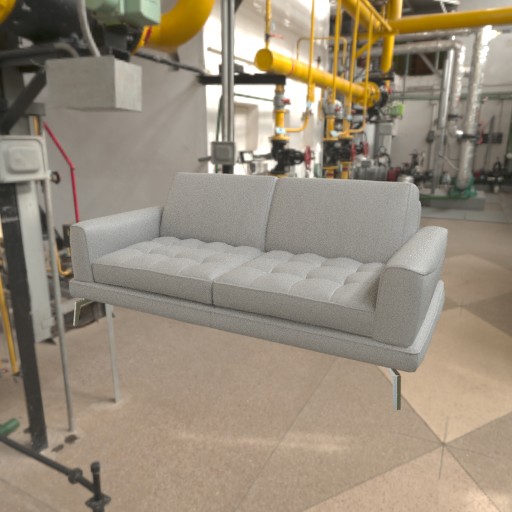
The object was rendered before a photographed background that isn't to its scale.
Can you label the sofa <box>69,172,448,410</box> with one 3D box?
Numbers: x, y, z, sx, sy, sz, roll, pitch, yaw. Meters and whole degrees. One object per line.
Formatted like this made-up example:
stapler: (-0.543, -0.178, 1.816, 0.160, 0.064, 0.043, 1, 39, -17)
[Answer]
sofa: (0.000, 0.000, 2.765, 2.177, 0.930, 1.121, 8, 17, 26)
